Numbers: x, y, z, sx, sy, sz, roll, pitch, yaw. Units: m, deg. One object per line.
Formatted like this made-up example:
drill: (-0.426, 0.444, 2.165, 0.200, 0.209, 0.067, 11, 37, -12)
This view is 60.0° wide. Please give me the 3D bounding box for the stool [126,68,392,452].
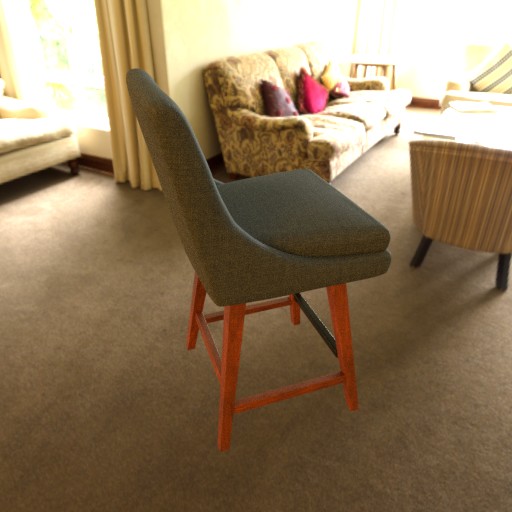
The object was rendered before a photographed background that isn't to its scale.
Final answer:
stool: (0.000, 0.000, 1.165, 0.524, 0.895, 0.467, -10, 32, -17)
